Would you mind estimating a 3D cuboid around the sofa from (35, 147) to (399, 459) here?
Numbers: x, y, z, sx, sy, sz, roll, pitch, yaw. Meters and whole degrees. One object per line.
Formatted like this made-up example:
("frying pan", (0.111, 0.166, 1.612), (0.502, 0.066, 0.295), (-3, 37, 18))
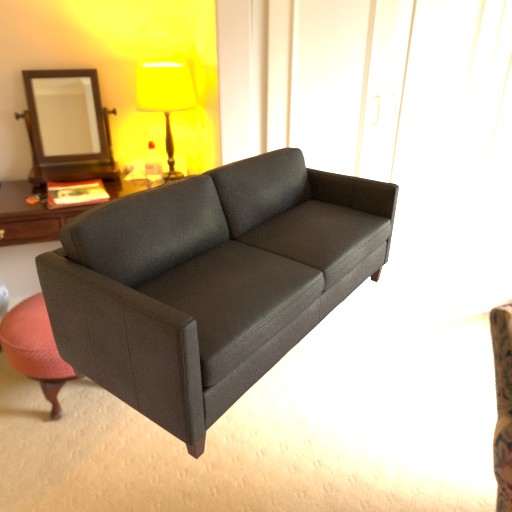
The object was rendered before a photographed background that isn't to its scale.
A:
("sofa", (0.000, 0.000, 2.451), (0.933, 0.863, 1.971), (18, 31, 32))
